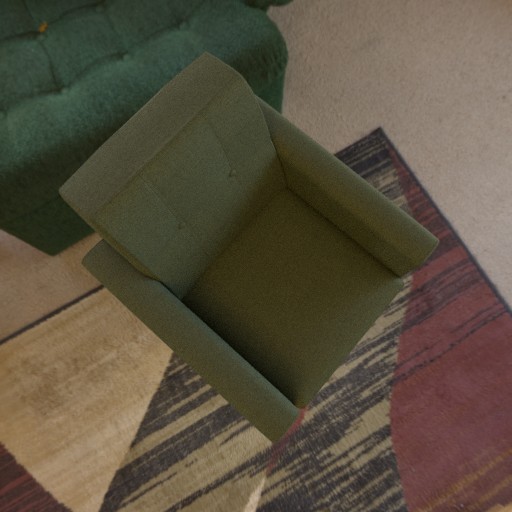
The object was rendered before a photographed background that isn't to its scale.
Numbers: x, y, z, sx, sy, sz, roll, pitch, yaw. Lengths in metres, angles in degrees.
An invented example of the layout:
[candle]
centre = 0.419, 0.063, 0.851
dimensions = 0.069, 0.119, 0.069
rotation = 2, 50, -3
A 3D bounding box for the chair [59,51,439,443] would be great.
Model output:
[chair]
centre = 0.000, 0.000, 1.528
dimensions = 0.909, 0.841, 0.831
rotation = 41, 79, 9
